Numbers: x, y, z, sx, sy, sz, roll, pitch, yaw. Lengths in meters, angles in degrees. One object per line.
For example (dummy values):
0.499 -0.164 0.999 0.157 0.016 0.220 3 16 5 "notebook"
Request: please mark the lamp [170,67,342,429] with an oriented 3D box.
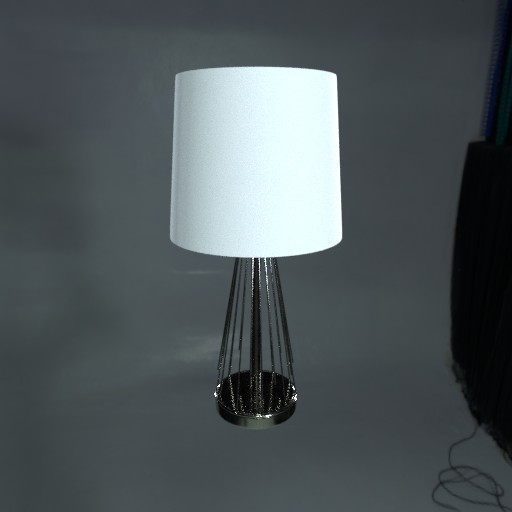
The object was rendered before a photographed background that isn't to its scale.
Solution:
0.000 0.000 0.806 0.303 0.618 0.303 0 16 0 "lamp"
